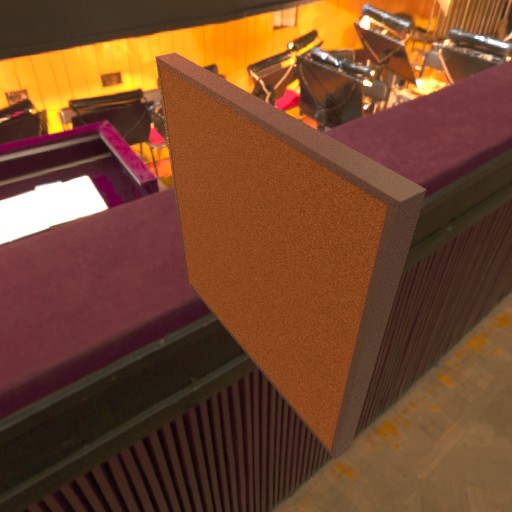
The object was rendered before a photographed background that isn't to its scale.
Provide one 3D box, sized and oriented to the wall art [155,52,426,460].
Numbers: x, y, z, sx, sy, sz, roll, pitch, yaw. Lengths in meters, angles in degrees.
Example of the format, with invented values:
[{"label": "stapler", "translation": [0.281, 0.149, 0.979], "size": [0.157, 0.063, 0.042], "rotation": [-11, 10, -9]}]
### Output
[{"label": "wall art", "translation": [0.000, 0.000, 0.500], "size": [0.028, 0.349, 0.349], "rotation": [-25, 46, -26]}]
